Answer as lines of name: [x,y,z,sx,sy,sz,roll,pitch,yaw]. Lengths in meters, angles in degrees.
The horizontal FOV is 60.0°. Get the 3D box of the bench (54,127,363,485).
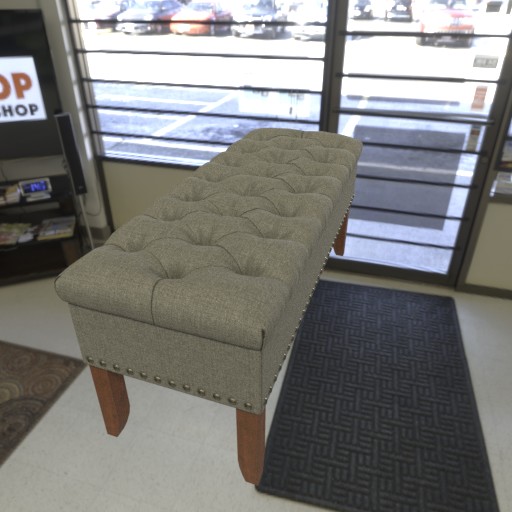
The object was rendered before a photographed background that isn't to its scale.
bench: [0.000,0.000,1.267,0.417,0.470,1.052,11,33,17]
